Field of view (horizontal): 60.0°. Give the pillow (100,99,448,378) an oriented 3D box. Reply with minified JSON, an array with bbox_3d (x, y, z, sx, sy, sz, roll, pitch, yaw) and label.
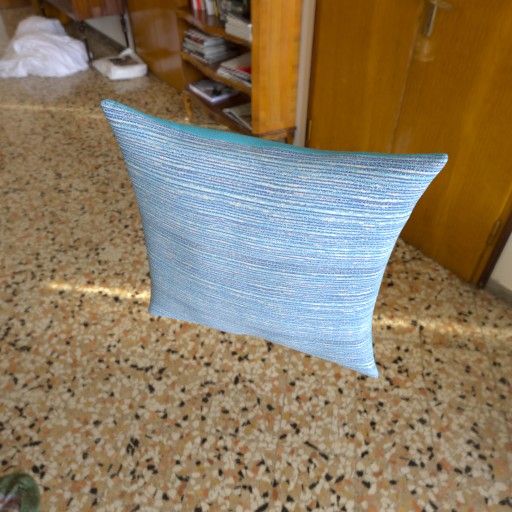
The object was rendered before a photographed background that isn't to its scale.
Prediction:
[{"bbox_3d":[0.000,0.000,0.783,0.514,0.497,0.150,13,43,14],"label":"pillow"}]
